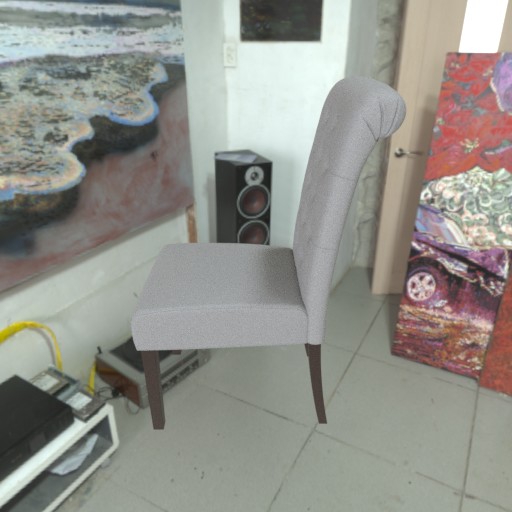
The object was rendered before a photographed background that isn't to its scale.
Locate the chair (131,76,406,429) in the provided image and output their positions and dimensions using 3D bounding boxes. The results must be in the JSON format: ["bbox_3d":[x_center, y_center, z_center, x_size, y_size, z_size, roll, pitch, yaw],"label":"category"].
[{"bbox_3d":[0.000,0.000,1.346,0.671,1.006,0.456,0,26,0],"label":"chair"}]
